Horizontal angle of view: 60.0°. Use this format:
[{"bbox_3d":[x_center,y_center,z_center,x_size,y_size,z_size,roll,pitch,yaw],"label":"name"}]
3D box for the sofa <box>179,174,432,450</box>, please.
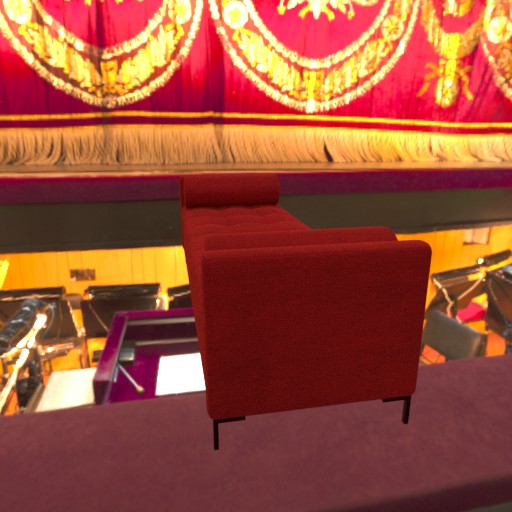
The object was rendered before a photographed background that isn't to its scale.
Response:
[{"bbox_3d":[0.000,0.000,2.257,0.686,0.635,1.981,-3,17,-11],"label":"sofa"}]
